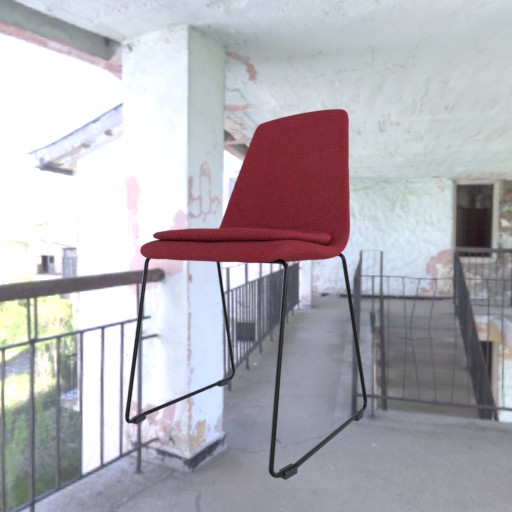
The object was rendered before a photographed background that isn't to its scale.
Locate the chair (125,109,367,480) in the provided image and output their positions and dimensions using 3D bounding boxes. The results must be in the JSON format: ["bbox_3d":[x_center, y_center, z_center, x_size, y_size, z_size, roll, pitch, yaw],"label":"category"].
[{"bbox_3d":[0.000,0.000,1.175,0.479,0.858,0.518,2,3,35],"label":"chair"}]
